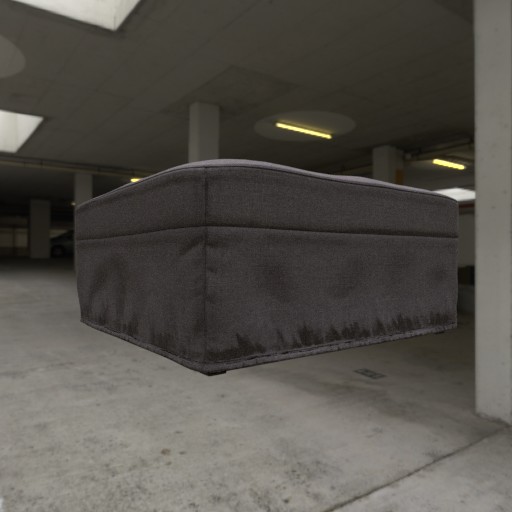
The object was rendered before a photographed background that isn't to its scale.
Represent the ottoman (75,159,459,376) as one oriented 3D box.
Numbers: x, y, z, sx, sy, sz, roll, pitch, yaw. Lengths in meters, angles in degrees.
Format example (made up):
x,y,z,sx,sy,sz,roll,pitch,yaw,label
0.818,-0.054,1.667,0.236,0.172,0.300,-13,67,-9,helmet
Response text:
x,y,z,sx,sy,sz,roll,pitch,yaw,label
0.000,0.000,1.323,0.843,0.436,0.840,0,0,-37,ottoman
